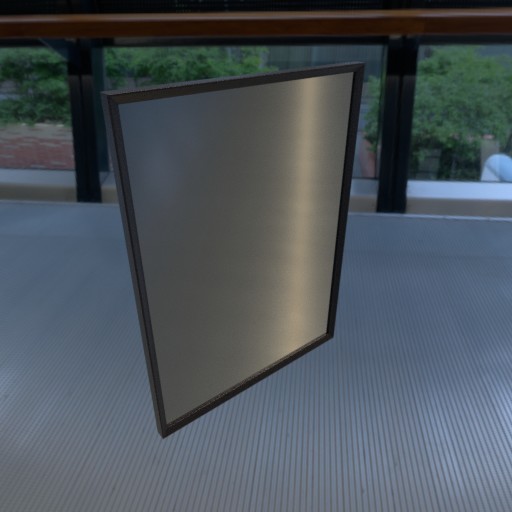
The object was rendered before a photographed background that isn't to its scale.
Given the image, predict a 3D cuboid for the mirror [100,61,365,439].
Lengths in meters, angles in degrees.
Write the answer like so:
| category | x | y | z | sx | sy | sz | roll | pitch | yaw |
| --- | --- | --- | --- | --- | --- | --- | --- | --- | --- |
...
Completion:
| category | x | y | z | sx | sy | sz | roll | pitch | yaw |
| --- | --- | --- | --- | --- | --- | --- | --- | --- | --- |
| mirror | 0.000 | 0.000 | 1.326 | 0.762 | 1.016 | 0.041 | -22 | 37 | -32 |
